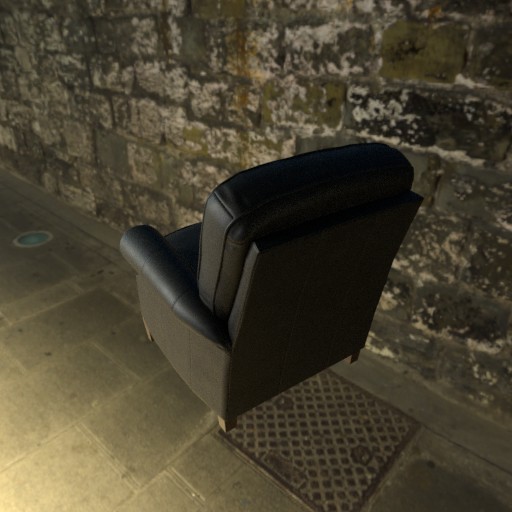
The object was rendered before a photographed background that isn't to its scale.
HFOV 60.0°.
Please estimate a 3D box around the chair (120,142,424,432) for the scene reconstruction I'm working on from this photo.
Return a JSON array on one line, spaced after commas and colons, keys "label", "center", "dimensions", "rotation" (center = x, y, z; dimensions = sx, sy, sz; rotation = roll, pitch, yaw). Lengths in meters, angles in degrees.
[{"label": "chair", "center": [0.000, 0.000, 1.807], "dimensions": [0.936, 1.018, 0.986], "rotation": [-19, 34, -30]}]
